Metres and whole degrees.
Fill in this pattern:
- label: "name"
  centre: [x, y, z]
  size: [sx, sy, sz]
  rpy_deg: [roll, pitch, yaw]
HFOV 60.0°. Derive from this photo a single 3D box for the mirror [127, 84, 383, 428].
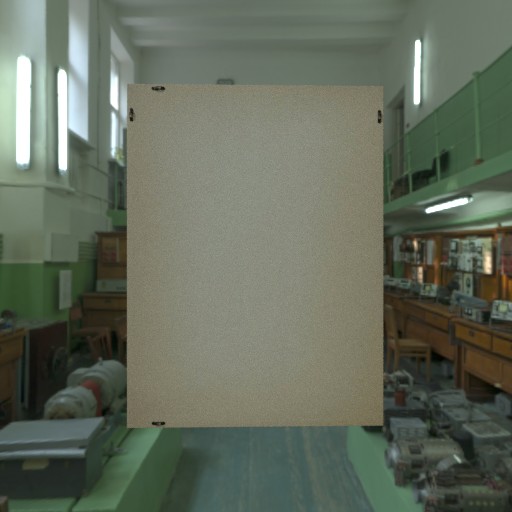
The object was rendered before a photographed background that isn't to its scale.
- label: "mirror"
  centre: [0.000, 0.000, 1.333]
  size: [0.762, 1.016, 0.040]
  rpy_deg: [0, 0, -1]
